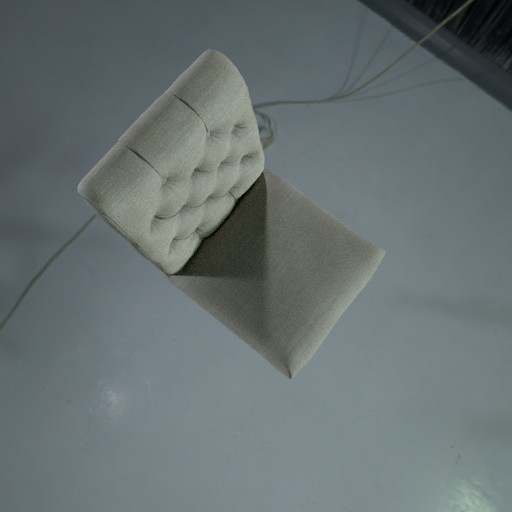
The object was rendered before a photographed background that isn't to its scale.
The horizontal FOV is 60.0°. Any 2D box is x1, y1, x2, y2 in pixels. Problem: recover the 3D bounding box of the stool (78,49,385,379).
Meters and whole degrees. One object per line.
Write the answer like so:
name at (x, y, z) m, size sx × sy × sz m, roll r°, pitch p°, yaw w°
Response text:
stool at (0.000, 0.000, 1.453) m, size 0.660 × 1.084 × 0.486 m, roll 38°, pitch 79°, yaw 8°
